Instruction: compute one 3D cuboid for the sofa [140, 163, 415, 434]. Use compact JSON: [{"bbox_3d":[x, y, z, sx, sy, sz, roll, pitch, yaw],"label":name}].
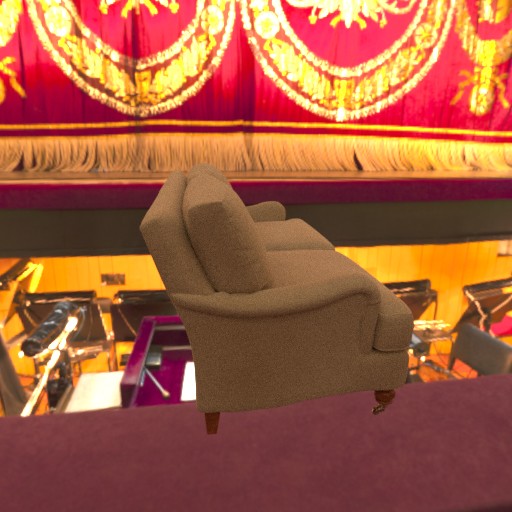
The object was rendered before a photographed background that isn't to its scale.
[{"bbox_3d":[0.000,0.000,2.673,1.091,0.997,2.070,-2,16,-7],"label":"sofa"}]
